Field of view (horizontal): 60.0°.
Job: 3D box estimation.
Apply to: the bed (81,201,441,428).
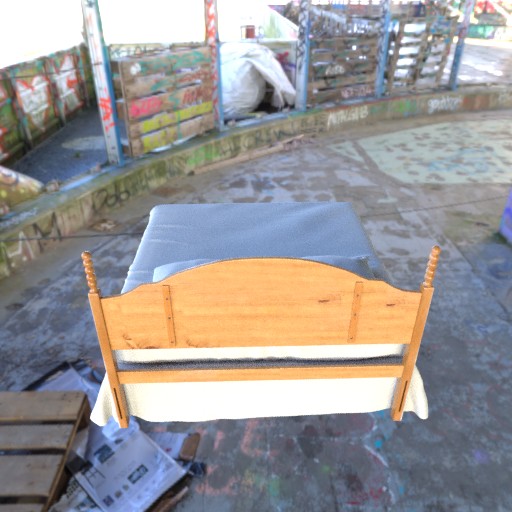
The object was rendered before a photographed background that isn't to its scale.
[{"bbox_3d":[0.000,0.000,3.608,2.322,1.355,2.219,-1,31,-2],"label":"bed"}]
